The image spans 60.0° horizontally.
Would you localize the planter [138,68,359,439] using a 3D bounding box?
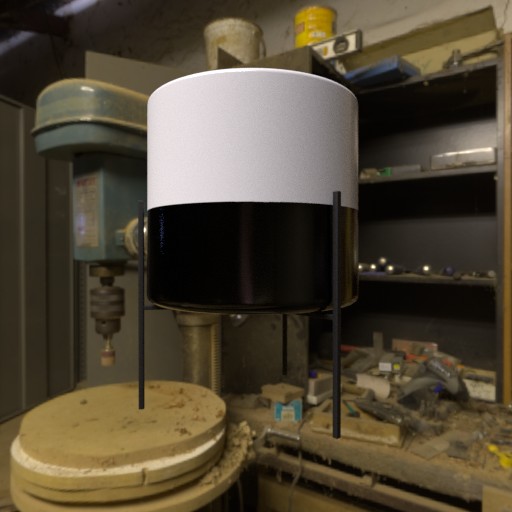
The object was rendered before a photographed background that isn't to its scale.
[{"bbox_3d":[0.000,0.000,0.652,0.310,0.432,0.310,0,1,36],"label":"planter"}]
